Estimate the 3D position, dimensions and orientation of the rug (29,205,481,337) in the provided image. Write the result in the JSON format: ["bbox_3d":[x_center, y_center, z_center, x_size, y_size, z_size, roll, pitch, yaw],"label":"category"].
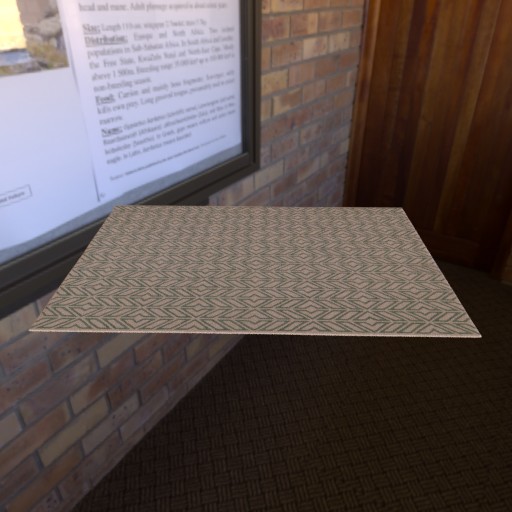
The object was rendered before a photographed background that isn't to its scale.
[{"bbox_3d":[0.000,0.000,2.309,1.828,0.007,1.220,1,31,1],"label":"rug"}]
